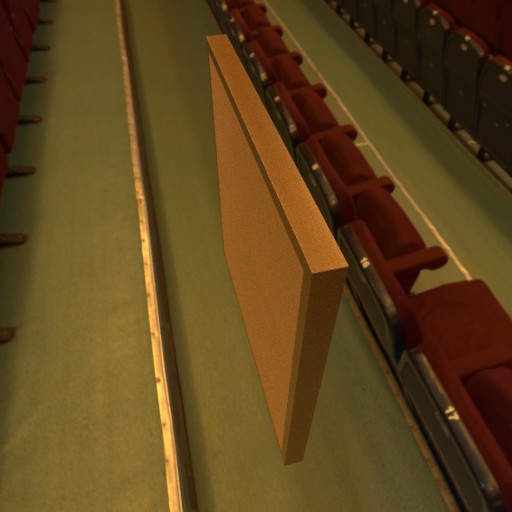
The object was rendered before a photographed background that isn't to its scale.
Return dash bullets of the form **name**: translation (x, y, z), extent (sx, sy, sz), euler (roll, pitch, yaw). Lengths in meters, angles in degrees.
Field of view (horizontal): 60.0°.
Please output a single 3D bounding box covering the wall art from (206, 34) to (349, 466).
- **wall art**: translation (0.000, 0.000, 0.733), extent (0.033, 0.509, 0.510), euler (-11, 49, -10)
